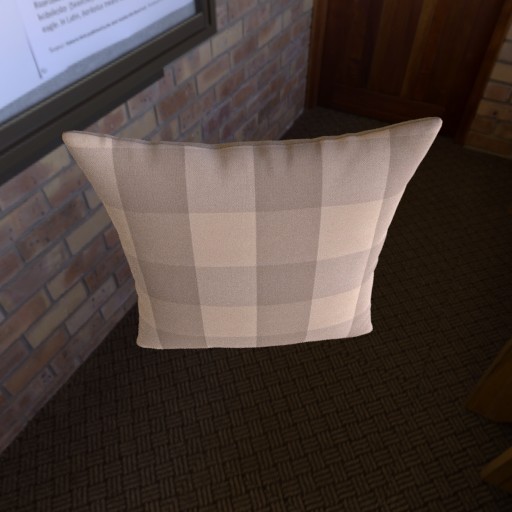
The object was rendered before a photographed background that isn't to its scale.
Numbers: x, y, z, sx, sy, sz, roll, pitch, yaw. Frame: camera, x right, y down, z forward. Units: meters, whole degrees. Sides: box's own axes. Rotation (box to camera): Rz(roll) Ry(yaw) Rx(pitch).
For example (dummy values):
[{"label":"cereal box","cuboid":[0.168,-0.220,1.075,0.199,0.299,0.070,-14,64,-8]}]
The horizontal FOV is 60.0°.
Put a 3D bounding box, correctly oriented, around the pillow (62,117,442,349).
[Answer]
[{"label":"pillow","cuboid":[0.000,0.000,0.776,0.511,0.509,0.161,-3,47,-3]}]
